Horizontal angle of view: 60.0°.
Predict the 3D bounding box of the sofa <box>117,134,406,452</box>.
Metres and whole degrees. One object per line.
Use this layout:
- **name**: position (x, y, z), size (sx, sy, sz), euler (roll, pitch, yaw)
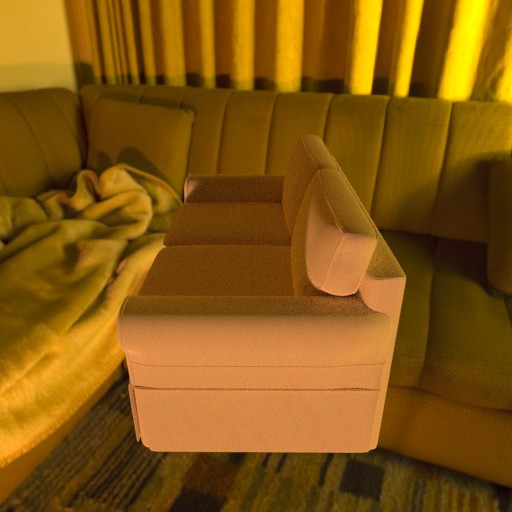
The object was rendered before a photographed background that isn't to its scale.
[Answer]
- **sofa**: position (0.000, 0.000, 2.289), size (0.991, 0.940, 1.727), euler (0, 26, 0)
